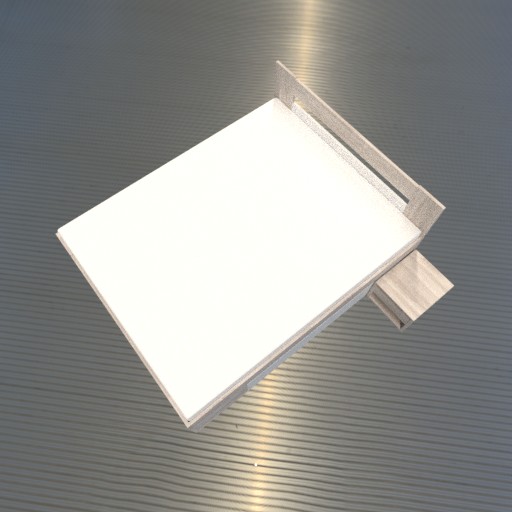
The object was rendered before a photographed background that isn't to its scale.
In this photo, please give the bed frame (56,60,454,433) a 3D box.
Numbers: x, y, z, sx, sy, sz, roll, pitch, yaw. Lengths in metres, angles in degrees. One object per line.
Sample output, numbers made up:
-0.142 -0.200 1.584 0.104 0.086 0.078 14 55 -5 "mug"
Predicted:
0.000 0.000 3.134 2.050 0.860 2.040 -36 70 -15 "bed frame"
